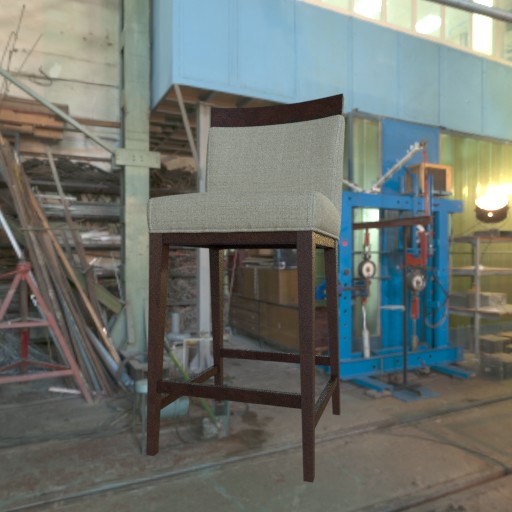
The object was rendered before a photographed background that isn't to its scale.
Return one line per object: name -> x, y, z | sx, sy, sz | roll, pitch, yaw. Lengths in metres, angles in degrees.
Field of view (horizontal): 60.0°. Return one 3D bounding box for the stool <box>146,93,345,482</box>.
stool -> 0.000, 0.000, 1.280 | 0.463, 1.011, 0.480 | 0, 0, 18
